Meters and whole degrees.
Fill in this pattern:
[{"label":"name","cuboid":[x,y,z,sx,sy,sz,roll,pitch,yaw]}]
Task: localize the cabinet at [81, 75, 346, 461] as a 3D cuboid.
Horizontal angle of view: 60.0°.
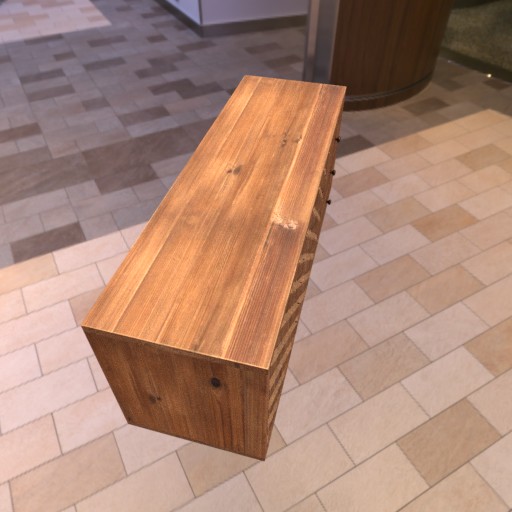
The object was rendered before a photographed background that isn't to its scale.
[{"label":"cabinet","cuboid":[0.000,0.000,1.745,0.472,0.800,1.400,11,47,10]}]
